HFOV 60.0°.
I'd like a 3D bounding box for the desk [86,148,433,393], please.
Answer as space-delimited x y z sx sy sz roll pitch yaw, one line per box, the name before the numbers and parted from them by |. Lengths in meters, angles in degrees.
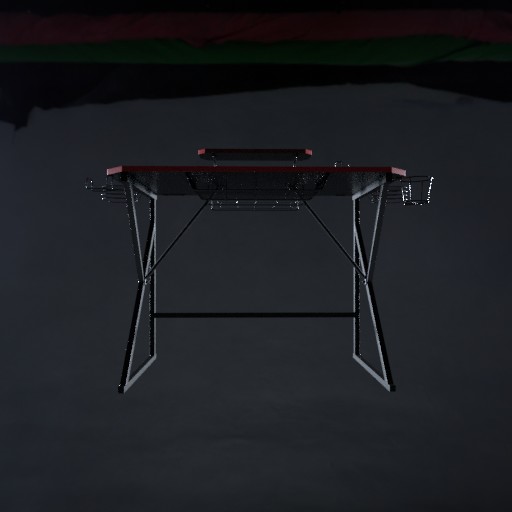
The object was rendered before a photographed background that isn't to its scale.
desk | 0.000 0.000 1.754 1.280 0.913 0.588 0 0 -1
